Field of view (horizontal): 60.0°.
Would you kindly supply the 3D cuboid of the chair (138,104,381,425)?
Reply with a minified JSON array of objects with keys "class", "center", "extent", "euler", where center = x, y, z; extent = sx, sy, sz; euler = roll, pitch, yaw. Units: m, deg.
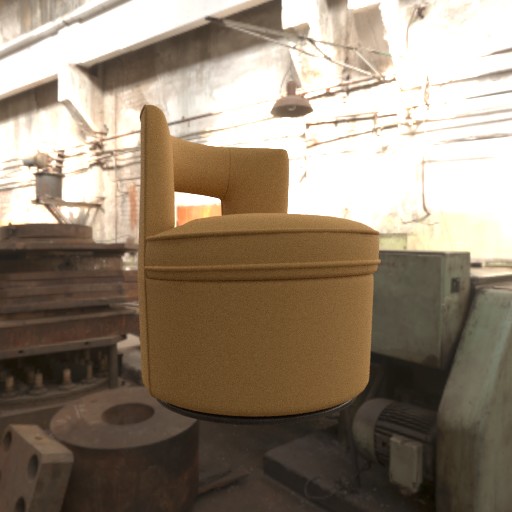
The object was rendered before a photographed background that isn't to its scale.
[{"class":"chair","center":[0.000,0.000,1.219],"extent":[0.665,0.723,0.650],"euler":[1,1,36]}]
